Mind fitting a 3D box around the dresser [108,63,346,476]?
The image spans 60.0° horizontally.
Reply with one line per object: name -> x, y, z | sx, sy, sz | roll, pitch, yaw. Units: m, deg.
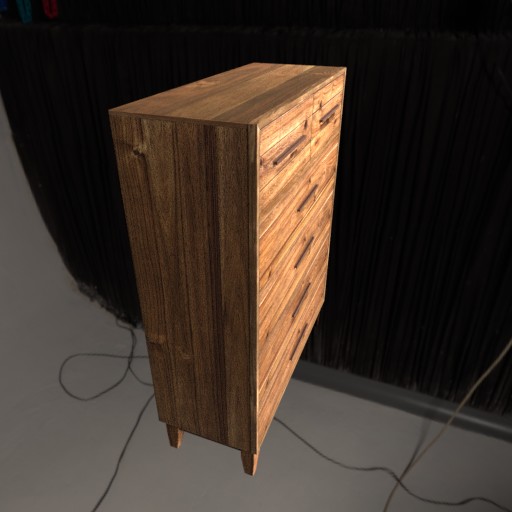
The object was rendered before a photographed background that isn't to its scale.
dresser -> 0.000, 0.000, 1.899 | 0.442, 1.393, 1.062 | 11, 32, 18
